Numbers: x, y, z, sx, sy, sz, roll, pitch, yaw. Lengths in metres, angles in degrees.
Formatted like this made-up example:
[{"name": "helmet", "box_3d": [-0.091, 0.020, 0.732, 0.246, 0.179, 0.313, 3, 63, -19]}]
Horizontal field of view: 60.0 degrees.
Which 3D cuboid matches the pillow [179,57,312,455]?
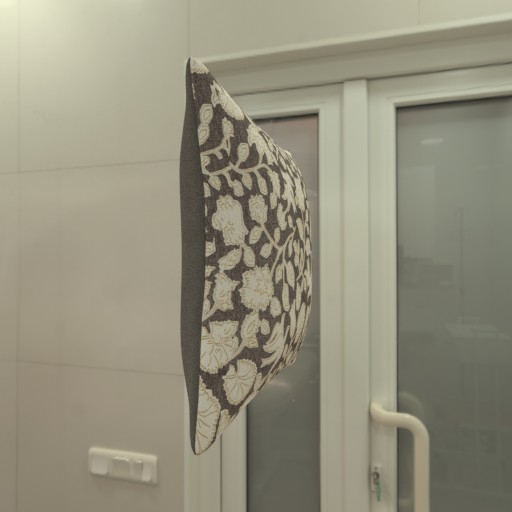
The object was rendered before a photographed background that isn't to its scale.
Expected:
[{"name": "pillow", "box_3d": [0.000, 0.000, 0.806, 0.166, 0.507, 0.526, 0, -1, 18]}]
